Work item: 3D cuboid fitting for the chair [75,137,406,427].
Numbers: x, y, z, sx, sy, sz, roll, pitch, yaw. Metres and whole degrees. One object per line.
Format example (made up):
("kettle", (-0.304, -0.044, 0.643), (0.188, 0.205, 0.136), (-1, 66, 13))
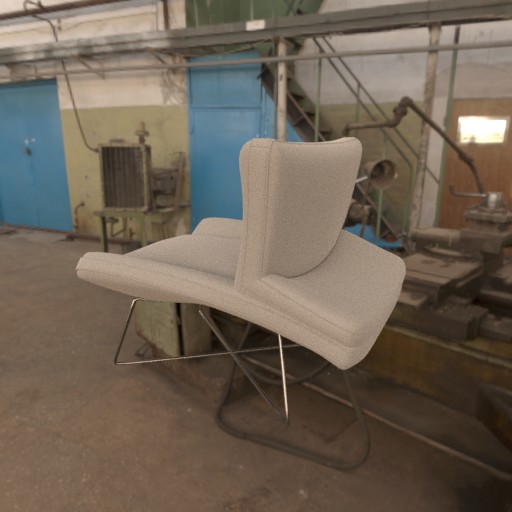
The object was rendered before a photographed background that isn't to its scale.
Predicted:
("chair", (0.000, 0.000, 1.655), (1.008, 0.855, 0.859), (8, 17, 26))
